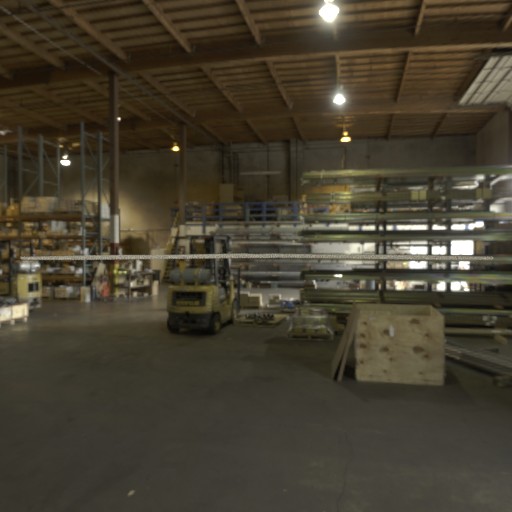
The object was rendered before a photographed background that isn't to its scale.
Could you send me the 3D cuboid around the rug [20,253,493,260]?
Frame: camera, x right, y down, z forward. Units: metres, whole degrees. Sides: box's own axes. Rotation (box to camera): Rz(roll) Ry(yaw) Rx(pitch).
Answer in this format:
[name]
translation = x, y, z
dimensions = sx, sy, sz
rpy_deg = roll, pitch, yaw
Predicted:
[rug]
translation = 0.000, 0.000, 4.758
dimensions = 3.626, 0.051, 2.757
rpy_deg = 0, 0, 0
